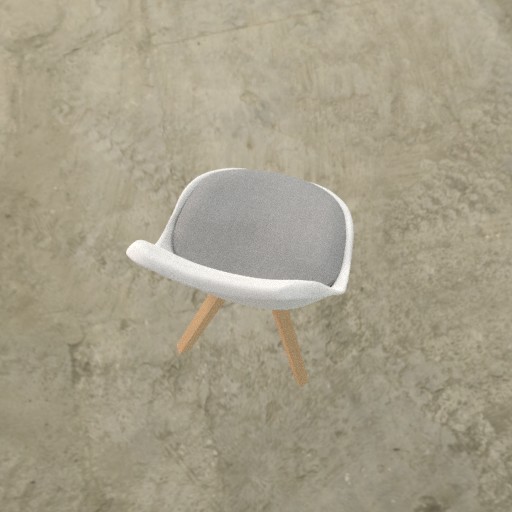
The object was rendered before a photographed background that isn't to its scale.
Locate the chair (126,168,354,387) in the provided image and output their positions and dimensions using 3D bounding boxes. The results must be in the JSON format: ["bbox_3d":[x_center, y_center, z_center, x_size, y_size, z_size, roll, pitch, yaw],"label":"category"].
[{"bbox_3d":[0.000,0.000,1.177,0.485,0.850,0.550,13,64,7],"label":"chair"}]
